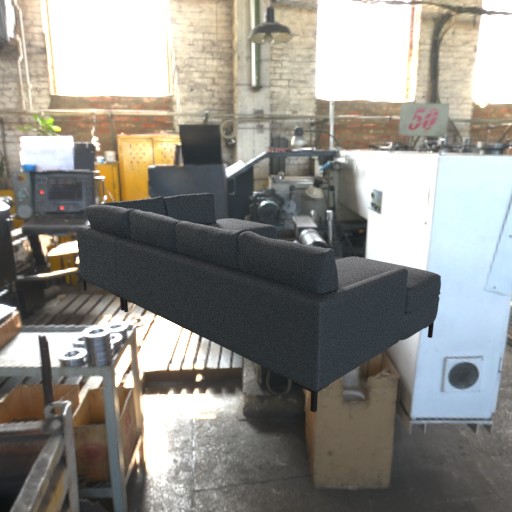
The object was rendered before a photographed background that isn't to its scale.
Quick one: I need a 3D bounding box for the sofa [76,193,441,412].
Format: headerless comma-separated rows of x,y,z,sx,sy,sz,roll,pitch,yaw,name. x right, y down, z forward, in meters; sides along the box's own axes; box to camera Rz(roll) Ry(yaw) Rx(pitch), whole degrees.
0.000,0.000,3.891,1.984,0.858,2.975,-13,19,-43,sofa
